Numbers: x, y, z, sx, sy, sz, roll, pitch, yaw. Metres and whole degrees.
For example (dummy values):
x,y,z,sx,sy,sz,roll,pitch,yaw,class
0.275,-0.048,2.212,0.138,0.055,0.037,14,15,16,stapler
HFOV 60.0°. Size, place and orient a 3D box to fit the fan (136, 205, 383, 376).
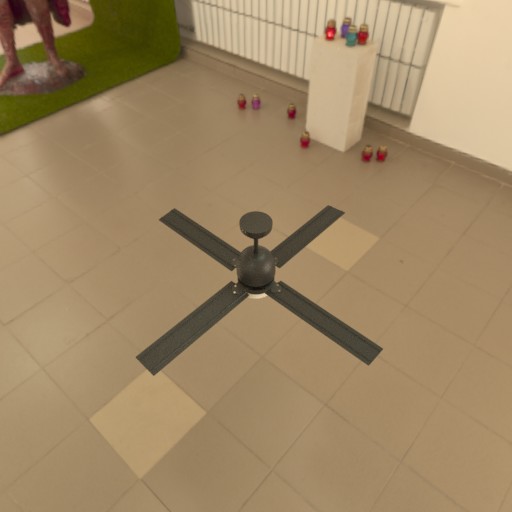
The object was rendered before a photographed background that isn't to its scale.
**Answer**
x,y,z,sx,sy,sz,roll,pitch,yaw,class
0.000,0.000,2.008,1.319,0.410,1.319,32,54,27,fan
